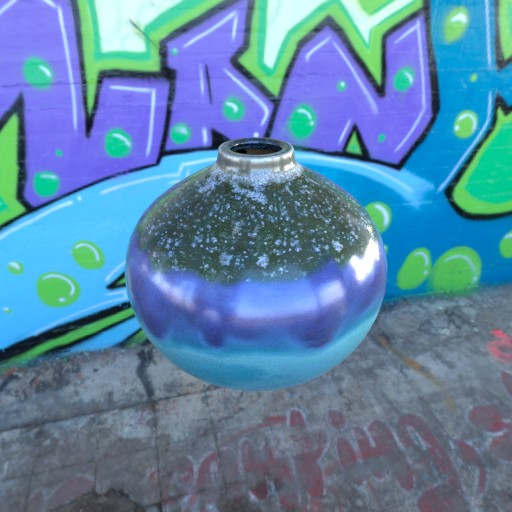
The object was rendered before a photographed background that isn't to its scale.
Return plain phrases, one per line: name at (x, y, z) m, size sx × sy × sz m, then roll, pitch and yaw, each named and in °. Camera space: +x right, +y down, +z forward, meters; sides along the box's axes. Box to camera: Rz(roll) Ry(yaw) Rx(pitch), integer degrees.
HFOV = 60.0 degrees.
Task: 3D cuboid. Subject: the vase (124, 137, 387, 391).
vase at (0.000, 0.000, 0.267) m, size 0.154 × 0.133 × 0.154 m, roll 0°, pitch 30°, yaw 0°
